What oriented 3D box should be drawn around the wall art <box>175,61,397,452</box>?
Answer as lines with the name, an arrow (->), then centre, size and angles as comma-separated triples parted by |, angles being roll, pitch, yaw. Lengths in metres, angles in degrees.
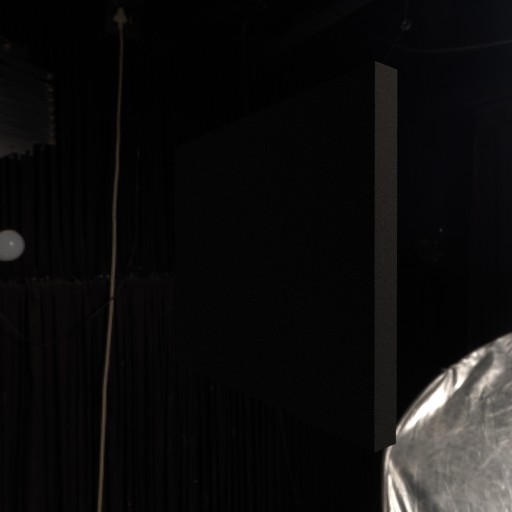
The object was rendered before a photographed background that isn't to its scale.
wall art -> 0.000, 0.000, 0.536 | 0.031, 0.330, 0.381 | 0, 1, -36
